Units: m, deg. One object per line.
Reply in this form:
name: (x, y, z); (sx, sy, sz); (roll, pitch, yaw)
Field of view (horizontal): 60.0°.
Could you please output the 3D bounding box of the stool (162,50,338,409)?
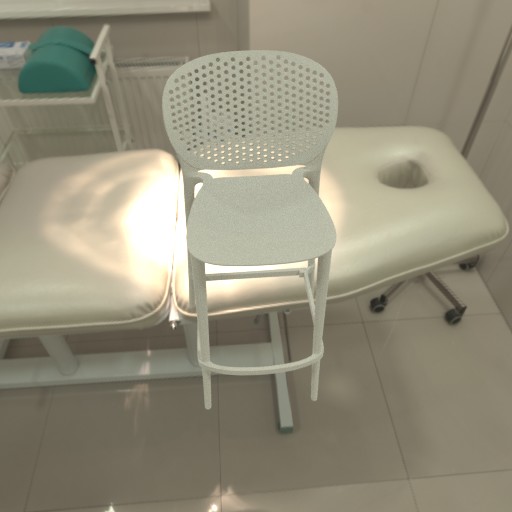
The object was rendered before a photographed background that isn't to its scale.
stool: (0.000, 0.000, 1.383); (0.536, 1.045, 0.535); (-3, 47, -3)
